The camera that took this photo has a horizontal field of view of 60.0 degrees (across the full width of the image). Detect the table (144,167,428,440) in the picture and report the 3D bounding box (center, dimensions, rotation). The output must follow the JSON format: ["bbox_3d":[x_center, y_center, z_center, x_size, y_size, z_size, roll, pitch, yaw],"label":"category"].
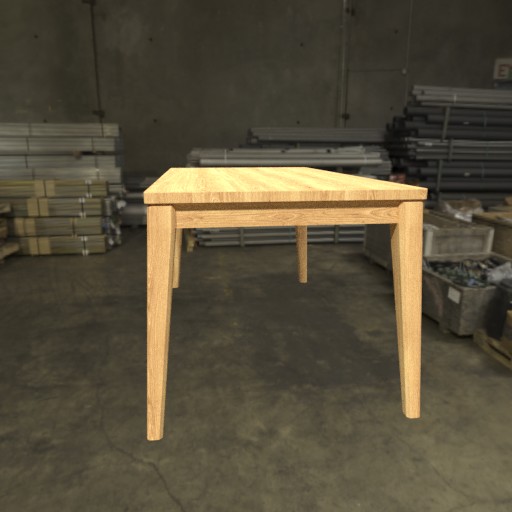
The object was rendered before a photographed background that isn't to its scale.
[{"bbox_3d":[0.000,0.000,2.108,0.900,0.760,1.600,-2,14,-8],"label":"table"}]
